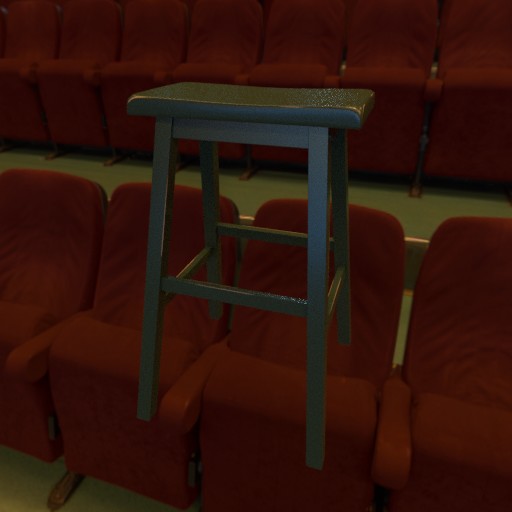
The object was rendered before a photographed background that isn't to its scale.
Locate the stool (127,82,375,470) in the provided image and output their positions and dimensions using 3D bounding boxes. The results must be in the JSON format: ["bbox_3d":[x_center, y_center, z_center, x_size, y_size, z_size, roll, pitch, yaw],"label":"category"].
[{"bbox_3d":[0.000,0.000,1.053,0.457,0.737,0.476,9,29,16],"label":"stool"}]
